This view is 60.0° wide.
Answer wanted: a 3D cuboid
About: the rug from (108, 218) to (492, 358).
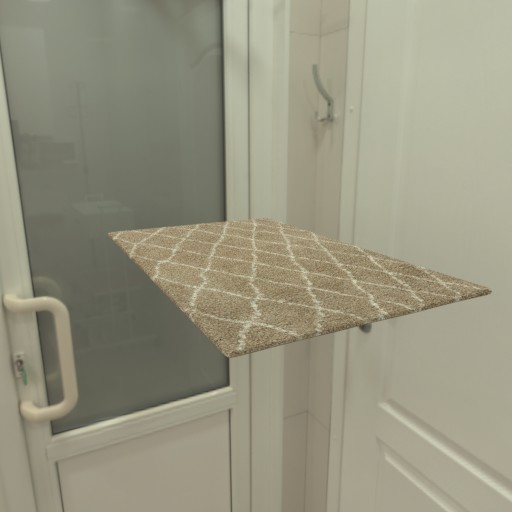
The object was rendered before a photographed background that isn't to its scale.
[{"bbox_3d":[0.000,0.000,3.012,1.524,0.030,2.438,-8,17,-27],"label":"rug"}]
